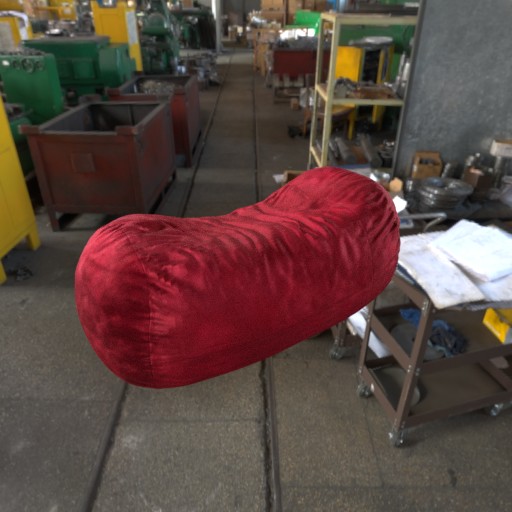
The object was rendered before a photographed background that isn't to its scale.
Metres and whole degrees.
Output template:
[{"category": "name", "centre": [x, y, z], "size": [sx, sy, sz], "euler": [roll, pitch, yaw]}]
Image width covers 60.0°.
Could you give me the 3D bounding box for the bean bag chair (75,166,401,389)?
[{"category": "bean bag chair", "centre": [0.000, 0.000, 2.954], "size": [2.293, 0.867, 1.216], "euler": [-19, 35, -29]}]
